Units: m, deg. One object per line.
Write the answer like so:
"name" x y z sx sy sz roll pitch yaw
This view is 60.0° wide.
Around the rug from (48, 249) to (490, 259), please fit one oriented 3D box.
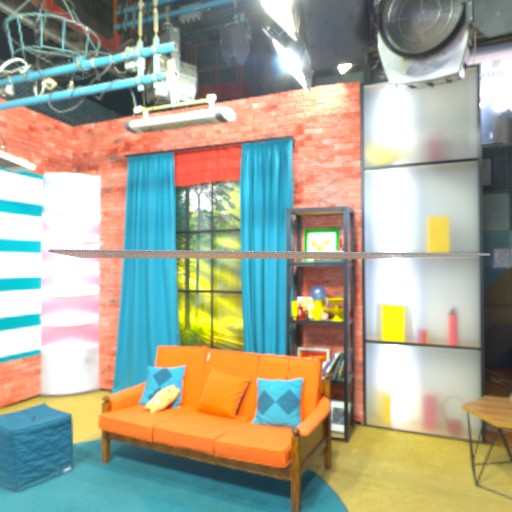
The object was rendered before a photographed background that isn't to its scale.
"rug" 0.000 0.000 2.850 2.232 0.011 1.555 0 -1 -17
